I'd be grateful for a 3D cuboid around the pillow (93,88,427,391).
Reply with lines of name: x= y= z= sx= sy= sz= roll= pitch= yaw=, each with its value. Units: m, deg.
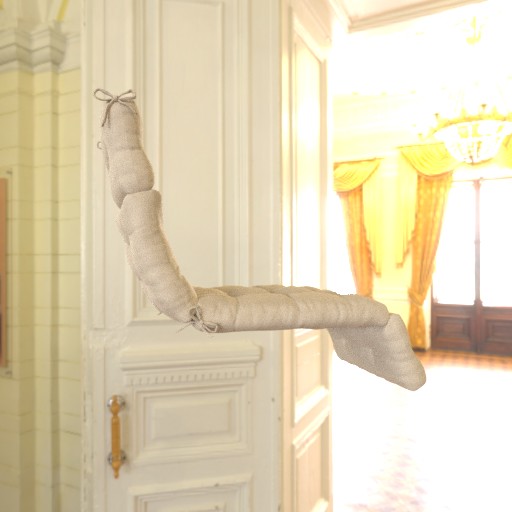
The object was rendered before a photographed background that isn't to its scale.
pillow: x=0.000 y=0.000 z=1.488 sx=1.016 sy=0.863 sz=0.526 roll=0 pitch=0 yaw=-18
